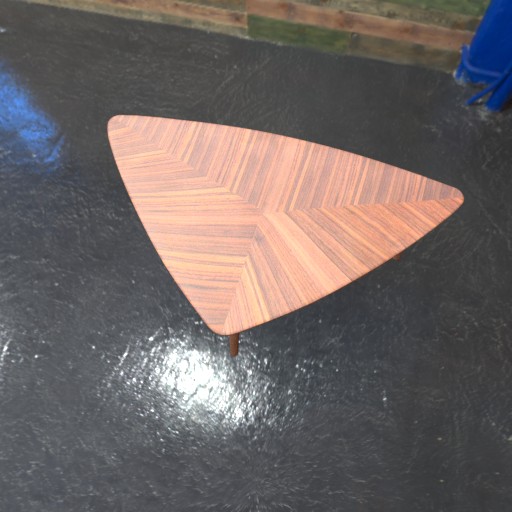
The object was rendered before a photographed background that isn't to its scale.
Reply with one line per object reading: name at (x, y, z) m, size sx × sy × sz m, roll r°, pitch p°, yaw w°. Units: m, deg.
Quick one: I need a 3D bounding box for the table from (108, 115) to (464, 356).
table at (0.000, 0.000, 1.287) m, size 1.008 × 0.365 × 0.601 m, roll 14°, pitch 64°, yaw 7°
